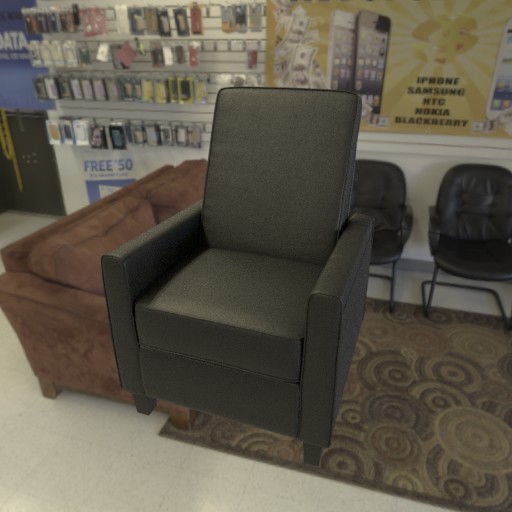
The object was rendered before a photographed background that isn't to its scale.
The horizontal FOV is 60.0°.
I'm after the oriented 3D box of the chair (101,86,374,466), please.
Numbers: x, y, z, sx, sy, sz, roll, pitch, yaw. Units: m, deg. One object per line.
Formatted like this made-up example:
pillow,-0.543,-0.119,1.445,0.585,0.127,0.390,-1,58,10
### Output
chair,0.000,0.000,1.490,0.705,1.013,0.746,9,27,18
